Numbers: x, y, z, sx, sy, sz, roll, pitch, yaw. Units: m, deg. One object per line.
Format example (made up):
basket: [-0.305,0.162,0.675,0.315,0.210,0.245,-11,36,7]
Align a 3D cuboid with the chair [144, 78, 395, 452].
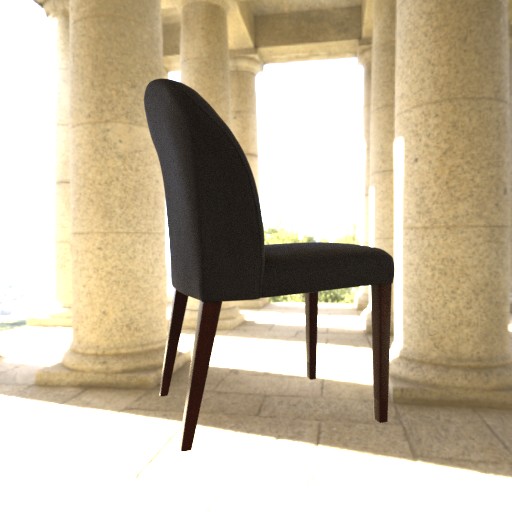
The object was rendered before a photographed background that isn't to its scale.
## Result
chair: [0.000,0.000,1.273,0.619,0.879,0.506,0,1,-19]
